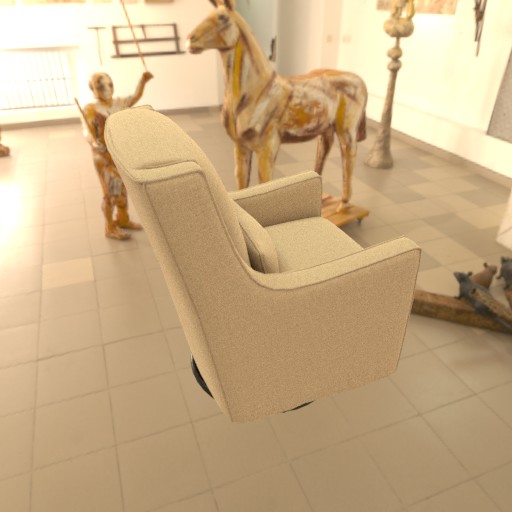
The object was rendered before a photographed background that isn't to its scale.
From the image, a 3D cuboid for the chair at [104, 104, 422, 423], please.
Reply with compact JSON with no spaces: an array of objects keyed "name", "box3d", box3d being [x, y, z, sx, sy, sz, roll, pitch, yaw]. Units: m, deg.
[{"name":"chair","box3d":[0.000,0.000,1.585,0.879,0.993,0.732,-12,33,-18]}]
